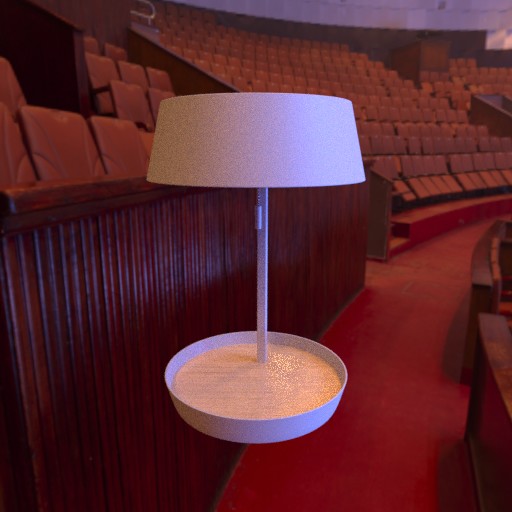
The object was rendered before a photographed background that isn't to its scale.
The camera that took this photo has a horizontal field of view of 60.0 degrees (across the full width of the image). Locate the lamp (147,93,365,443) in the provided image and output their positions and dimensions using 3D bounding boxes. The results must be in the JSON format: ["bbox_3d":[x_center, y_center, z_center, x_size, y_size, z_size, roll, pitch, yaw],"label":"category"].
[{"bbox_3d":[0.000,0.000,0.631,0.291,0.429,0.291,0,14,0],"label":"lamp"}]
